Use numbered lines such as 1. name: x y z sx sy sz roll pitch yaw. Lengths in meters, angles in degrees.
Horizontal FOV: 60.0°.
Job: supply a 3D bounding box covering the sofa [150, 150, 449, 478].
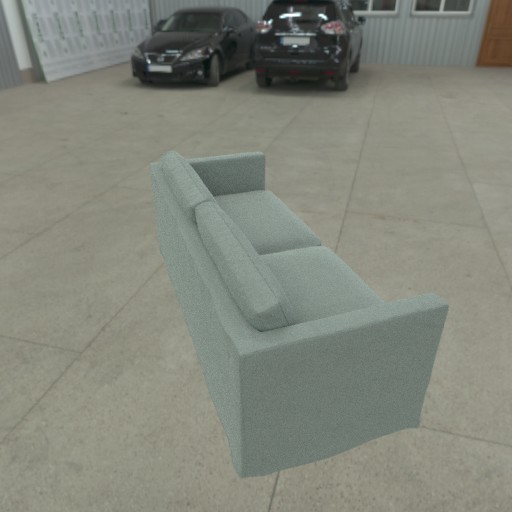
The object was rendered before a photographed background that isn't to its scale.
1. sofa: 0.000 0.000 2.766 0.962 0.853 2.312 -10 32 -17
